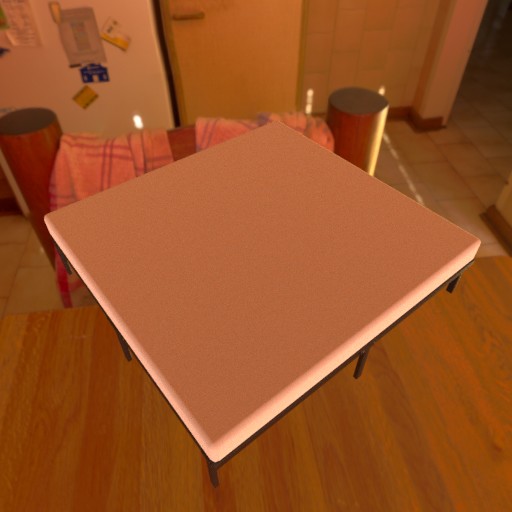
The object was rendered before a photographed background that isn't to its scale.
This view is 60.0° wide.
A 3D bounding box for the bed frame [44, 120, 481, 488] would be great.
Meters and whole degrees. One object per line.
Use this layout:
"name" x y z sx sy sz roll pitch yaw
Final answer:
"bed frame" 0.000 0.000 3.851 2.635 0.680 2.526 -30 52 -26
